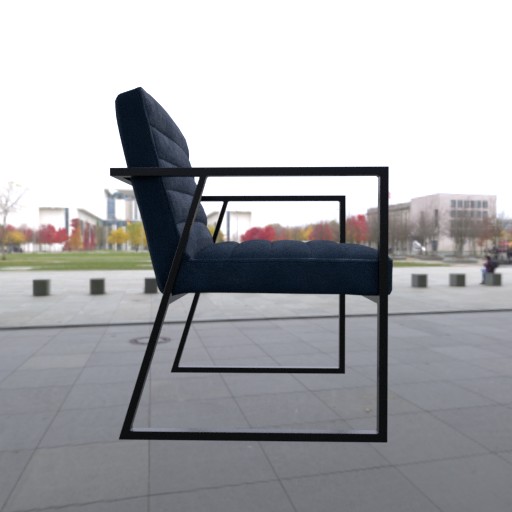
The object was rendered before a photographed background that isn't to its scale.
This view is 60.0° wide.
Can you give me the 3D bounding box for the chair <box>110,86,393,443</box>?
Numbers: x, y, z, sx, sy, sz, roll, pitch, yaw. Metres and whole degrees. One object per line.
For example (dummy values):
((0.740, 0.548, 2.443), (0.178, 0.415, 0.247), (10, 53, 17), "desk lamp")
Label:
((0.000, 0.000, 1.286), (0.677, 0.833, 0.571), (0, 1, 2), "chair")
